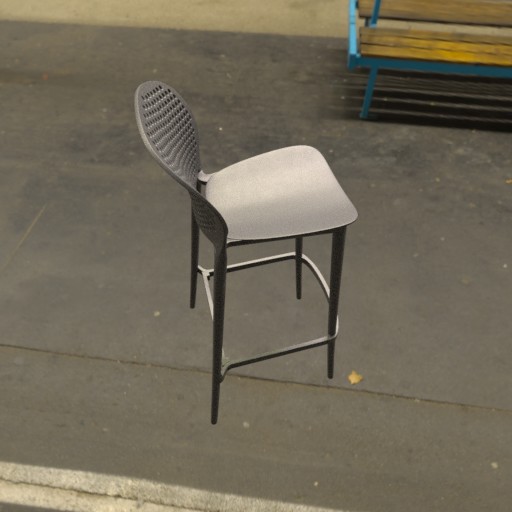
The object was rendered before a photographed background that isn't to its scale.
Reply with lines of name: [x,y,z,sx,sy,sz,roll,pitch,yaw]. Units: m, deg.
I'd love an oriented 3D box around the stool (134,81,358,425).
stool: [0.000,0.000,1.371,0.535,1.045,0.536,-10,47,-10]
